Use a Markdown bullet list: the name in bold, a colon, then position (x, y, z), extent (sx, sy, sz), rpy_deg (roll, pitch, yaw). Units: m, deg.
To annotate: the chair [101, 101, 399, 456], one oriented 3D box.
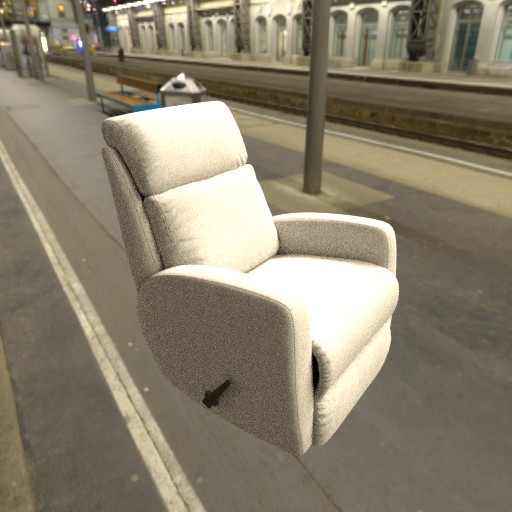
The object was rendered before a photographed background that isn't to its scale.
- **chair**: position (0.000, 0.000, 1.665), extent (0.941, 1.015, 0.812), rpy_deg (18, 31, 32)
